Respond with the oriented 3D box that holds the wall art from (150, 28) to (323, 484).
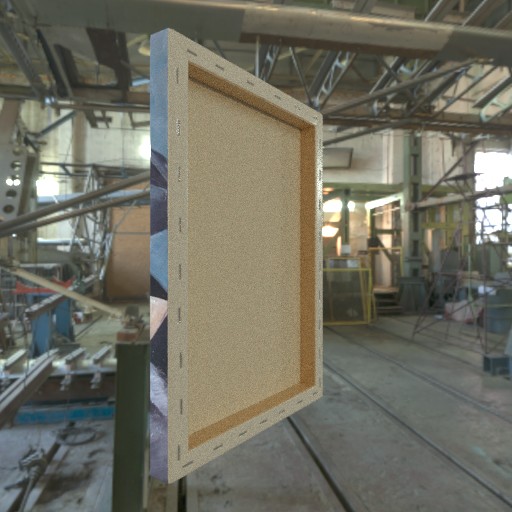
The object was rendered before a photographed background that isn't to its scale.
[{"bbox_3d":[0.000,0.000,0.787,0.037,0.613,0.455,0,0,35],"label":"wall art"}]
